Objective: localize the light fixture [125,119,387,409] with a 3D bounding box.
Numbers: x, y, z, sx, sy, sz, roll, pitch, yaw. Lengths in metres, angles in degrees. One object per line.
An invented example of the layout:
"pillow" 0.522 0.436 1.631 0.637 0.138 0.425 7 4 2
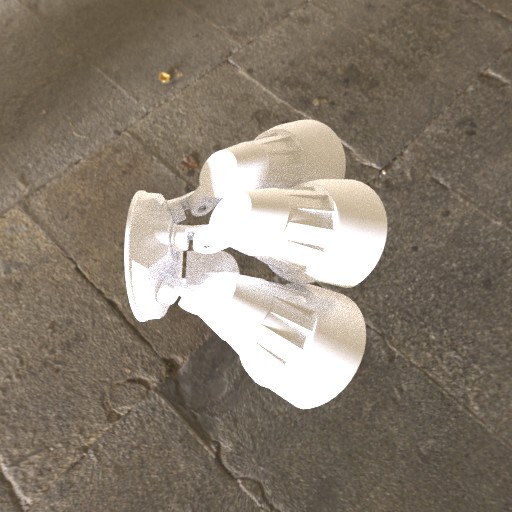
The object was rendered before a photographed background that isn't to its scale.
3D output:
"light fixture" 0.000 0.000 0.552 0.278 0.237 0.369 -1 65 0
